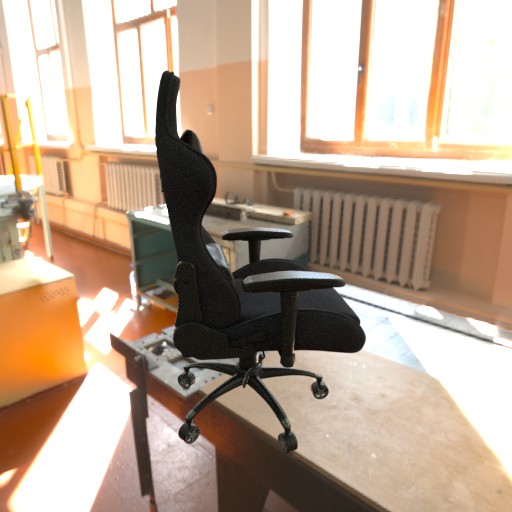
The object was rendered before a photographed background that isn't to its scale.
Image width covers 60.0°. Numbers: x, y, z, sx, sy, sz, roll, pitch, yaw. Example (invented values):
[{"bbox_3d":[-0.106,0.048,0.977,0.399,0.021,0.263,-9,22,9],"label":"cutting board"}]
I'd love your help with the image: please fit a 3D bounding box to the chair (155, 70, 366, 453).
[{"bbox_3d":[0.000,0.000,1.694,0.695,1.300,0.730,-3,17,-10],"label":"chair"}]
